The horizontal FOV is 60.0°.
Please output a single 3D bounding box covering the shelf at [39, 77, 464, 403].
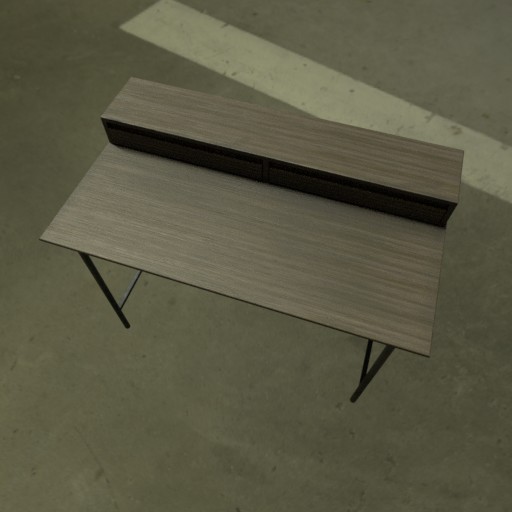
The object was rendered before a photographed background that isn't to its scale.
[{"bbox_3d":[0.000,0.000,1.727,1.212,0.865,0.685,16,59,10],"label":"shelf"}]
